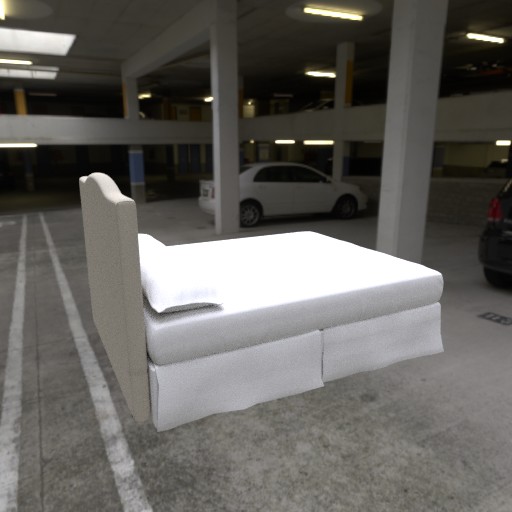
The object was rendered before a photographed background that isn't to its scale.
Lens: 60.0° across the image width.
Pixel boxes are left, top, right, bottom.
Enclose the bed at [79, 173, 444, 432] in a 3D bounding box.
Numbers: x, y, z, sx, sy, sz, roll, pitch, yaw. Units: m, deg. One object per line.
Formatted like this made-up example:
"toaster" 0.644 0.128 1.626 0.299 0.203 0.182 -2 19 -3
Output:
"bed" 0.000 0.000 3.697 2.477 1.437 1.977 -7 16 -26
